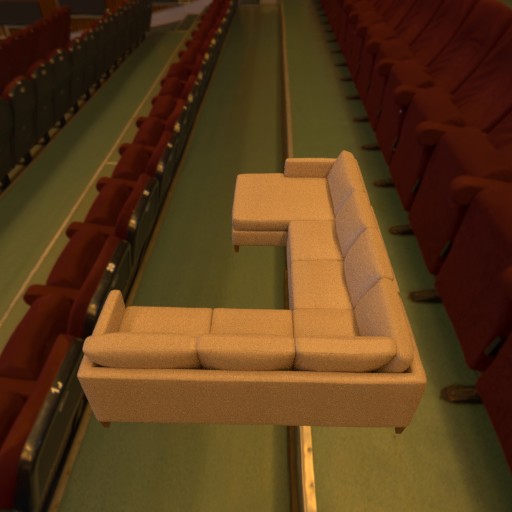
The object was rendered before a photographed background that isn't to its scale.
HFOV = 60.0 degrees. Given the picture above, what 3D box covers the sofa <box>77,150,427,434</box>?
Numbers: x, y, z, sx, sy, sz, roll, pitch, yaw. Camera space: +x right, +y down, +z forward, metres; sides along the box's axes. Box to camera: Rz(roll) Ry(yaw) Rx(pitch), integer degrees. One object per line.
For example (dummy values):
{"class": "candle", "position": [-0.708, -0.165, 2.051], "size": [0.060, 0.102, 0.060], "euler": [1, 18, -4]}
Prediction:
{"class": "sofa", "position": [0.000, 0.000, 4.681], "size": [2.594, 0.961, 3.460], "euler": [1, 40, 1]}
